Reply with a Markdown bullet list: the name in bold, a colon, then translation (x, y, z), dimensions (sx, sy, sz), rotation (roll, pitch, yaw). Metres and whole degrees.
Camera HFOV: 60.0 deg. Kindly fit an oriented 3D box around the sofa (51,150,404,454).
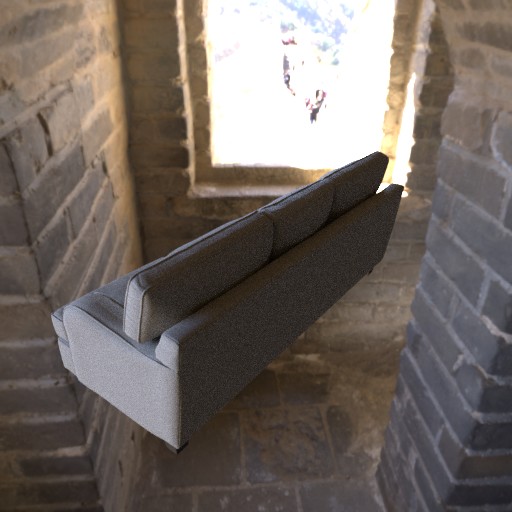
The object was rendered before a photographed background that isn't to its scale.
- **sofa**: translation (0.000, 0.000, 2.850), dimensions (1.016, 0.997, 2.323), rotation (20, 34, 32)
